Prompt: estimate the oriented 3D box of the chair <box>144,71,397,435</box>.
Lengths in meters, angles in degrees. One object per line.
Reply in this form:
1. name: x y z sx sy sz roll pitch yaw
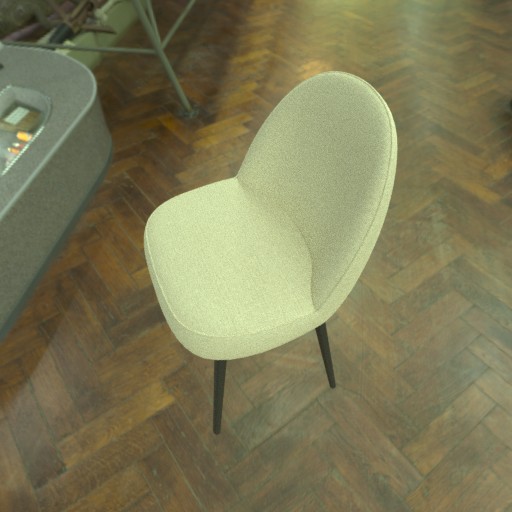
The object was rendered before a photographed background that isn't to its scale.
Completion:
1. chair: 0.000 0.000 1.153 0.540 0.838 0.532 -17 50 -15
